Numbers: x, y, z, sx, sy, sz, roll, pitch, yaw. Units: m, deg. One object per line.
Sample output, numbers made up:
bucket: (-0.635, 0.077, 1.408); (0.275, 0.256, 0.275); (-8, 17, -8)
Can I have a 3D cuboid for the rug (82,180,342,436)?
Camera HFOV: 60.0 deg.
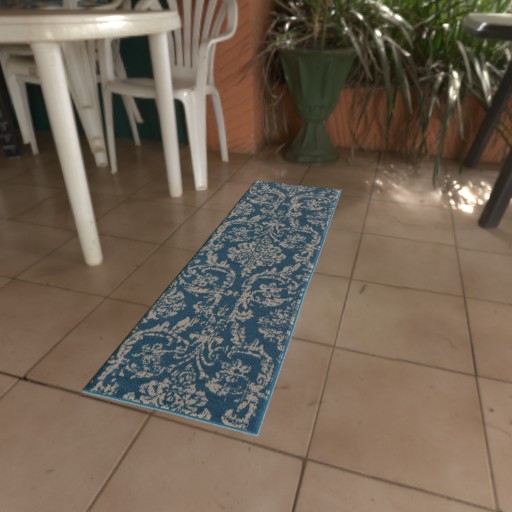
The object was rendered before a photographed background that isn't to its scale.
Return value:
rug: (0.000, 0.000, 2.420); (0.662, 0.011, 2.196); (9, 31, 14)
